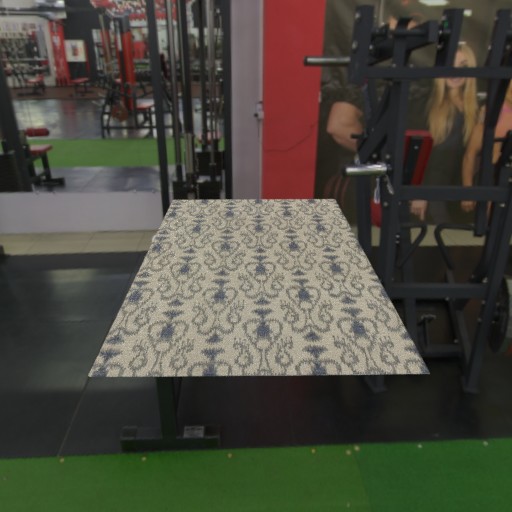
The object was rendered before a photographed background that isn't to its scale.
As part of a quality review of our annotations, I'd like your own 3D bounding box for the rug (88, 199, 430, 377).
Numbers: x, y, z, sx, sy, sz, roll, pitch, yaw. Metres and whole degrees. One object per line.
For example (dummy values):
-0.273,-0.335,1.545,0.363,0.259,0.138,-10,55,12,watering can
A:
0.000,0.000,2.080,1.035,0.006,1.652,0,26,-1,rug
